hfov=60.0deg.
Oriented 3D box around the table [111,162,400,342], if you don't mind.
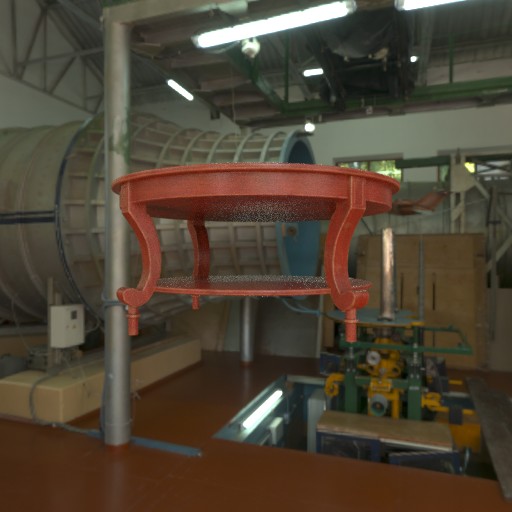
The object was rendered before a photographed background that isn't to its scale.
[{"bbox_3d":[0.000,0.000,1.652,1.029,0.486,1.029,0,0,0],"label":"table"}]
